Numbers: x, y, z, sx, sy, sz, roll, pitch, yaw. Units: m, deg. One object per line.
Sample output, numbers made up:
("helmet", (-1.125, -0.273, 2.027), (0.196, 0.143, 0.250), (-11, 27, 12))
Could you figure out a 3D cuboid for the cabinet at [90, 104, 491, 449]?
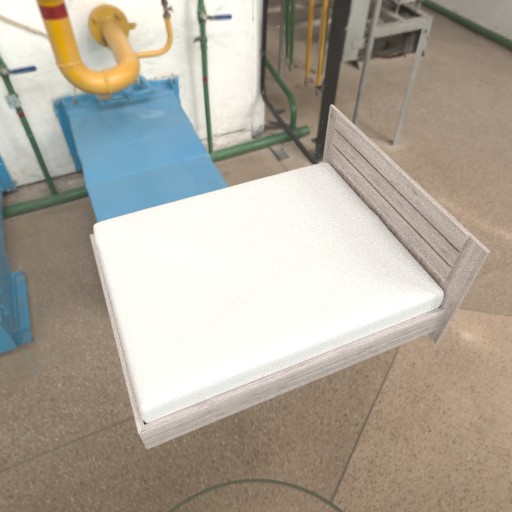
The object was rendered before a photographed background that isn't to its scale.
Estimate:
("cabinet", (0.000, 0.000, 3.068), (2.080, 0.970, 1.750), (-17, 50, -15))
